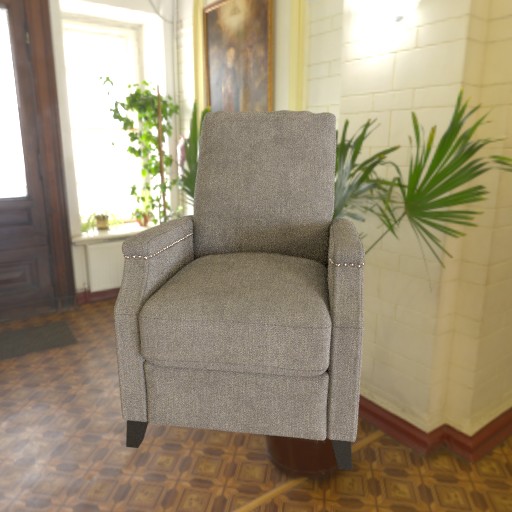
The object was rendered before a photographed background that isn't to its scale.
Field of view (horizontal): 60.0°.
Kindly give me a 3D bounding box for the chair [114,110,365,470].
[{"bbox_3d":[0.000,0.000,1.599,0.710,1.049,0.922,2,14,8],"label":"chair"}]
